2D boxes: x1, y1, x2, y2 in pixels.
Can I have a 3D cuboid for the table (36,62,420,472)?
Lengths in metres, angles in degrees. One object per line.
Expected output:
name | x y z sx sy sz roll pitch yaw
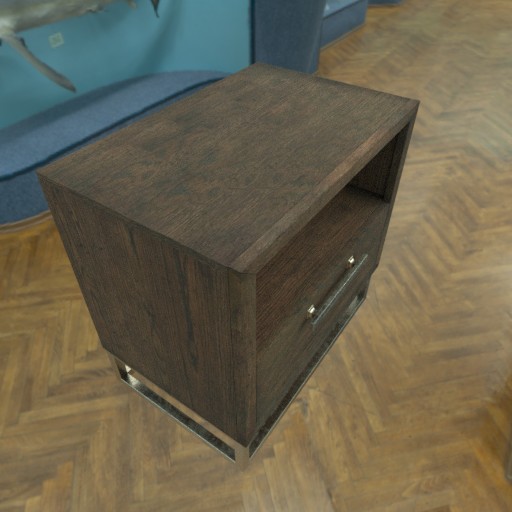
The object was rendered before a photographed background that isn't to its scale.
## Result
table | 0.000 0.000 1.244 0.542 0.746 0.767 25 48 25
